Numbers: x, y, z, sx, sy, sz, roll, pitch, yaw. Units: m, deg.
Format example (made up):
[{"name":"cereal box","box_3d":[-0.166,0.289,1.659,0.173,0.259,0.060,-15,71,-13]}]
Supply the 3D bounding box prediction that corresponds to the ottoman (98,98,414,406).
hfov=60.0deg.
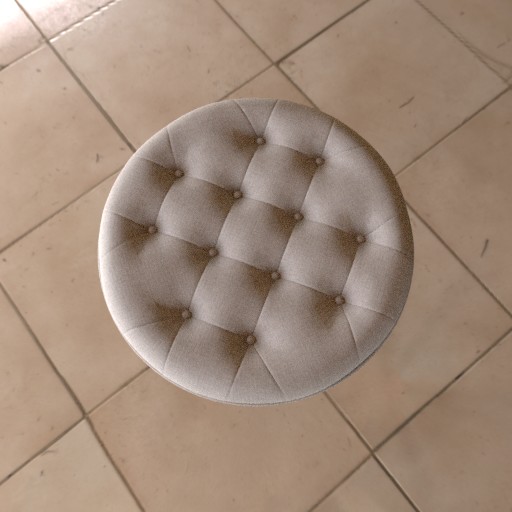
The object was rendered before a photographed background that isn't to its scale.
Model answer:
[{"name":"ottoman","box_3d":[0.000,0.000,1.352,0.849,0.478,0.849,0,75,0]}]
